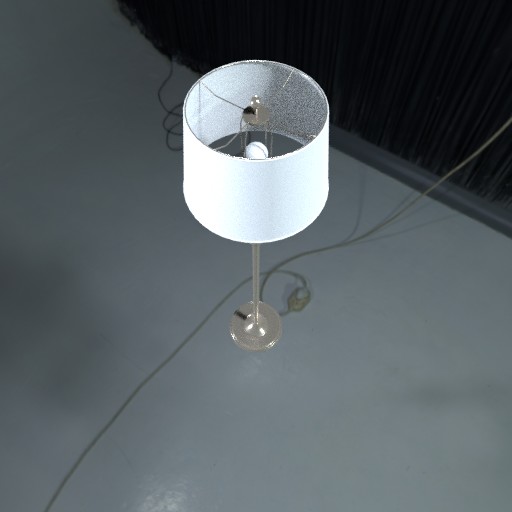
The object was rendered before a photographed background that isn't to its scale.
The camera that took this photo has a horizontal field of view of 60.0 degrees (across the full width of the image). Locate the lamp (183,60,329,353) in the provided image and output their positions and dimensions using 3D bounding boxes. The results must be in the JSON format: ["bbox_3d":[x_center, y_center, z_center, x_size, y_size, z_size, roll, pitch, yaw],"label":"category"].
[{"bbox_3d":[0.000,0.000,1.695,0.431,1.488,0.431,0,60,0],"label":"lamp"}]
